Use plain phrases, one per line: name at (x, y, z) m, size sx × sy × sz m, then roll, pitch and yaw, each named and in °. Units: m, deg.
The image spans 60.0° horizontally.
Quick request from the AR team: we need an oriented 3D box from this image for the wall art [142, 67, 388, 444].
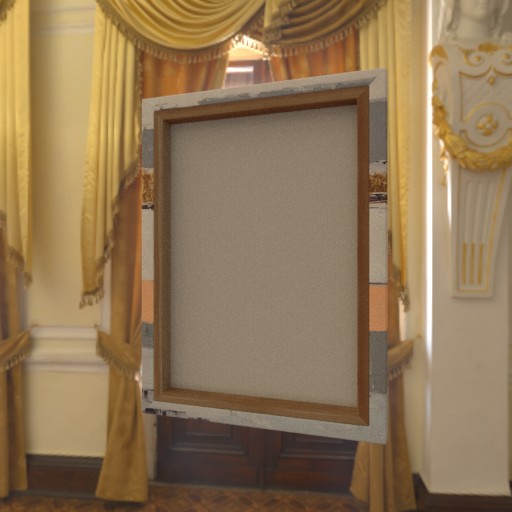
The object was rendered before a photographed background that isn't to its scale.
wall art at (0.000, 0.000, 0.803) m, size 0.456 × 0.609 × 0.038 m, roll 0°, pitch 0°, yaw 19°
